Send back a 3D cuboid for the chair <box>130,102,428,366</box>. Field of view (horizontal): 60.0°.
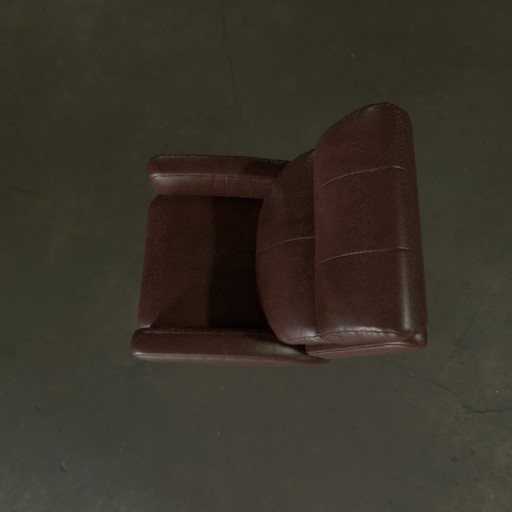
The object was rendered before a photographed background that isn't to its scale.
[{"bbox_3d":[0.000,0.000,1.661,0.939,1.016,0.787,1,74,0],"label":"chair"}]
